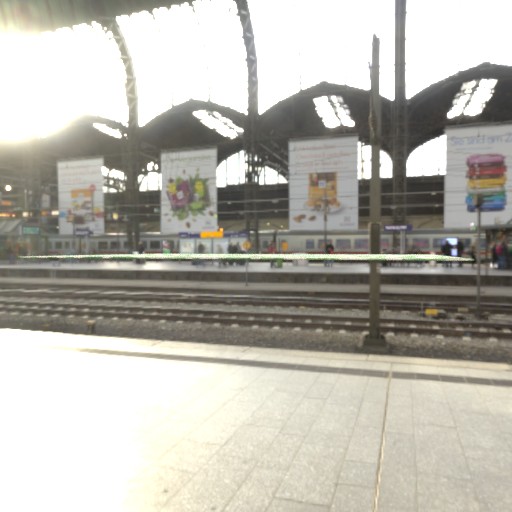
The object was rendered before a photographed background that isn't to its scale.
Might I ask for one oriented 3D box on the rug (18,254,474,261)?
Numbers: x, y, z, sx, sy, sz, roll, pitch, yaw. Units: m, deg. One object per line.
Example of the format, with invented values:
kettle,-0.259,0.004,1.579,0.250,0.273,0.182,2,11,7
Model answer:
rug,0.000,0.000,2.275,1.826,0.006,1.220,0,1,16
